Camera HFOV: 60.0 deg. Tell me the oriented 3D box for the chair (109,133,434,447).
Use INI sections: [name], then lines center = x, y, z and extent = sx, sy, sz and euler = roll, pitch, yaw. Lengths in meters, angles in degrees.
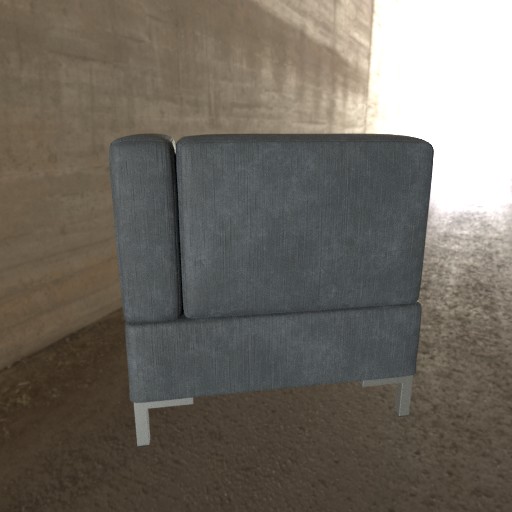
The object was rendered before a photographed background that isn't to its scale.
[chair]
center = 0.000, 0.000, 1.238
extent = 0.680, 0.660, 0.680
euler = -3, 16, -10
